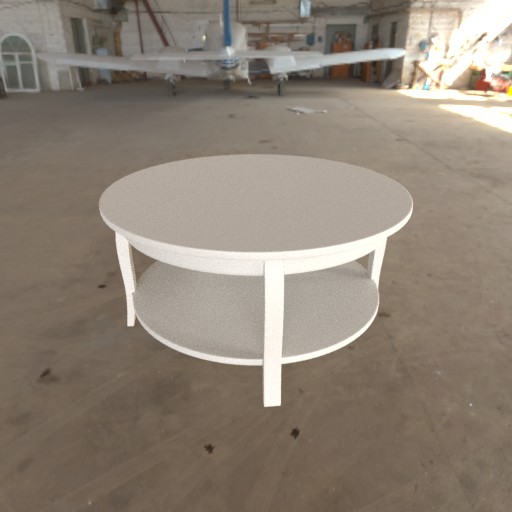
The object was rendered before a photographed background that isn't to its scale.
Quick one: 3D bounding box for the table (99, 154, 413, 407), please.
[{"bbox_3d":[0.000,0.000,1.447,0.910,0.457,0.910,0,26,0],"label":"table"}]
